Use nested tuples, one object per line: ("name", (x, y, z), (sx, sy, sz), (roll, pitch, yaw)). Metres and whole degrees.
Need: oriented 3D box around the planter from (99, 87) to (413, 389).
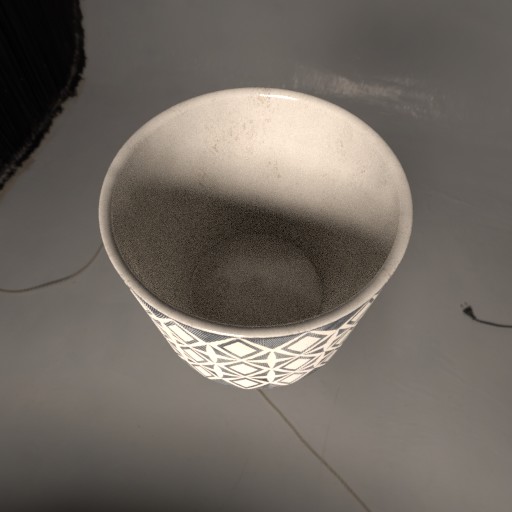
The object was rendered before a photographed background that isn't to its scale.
("planter", (0.000, 0.000, 0.466), (0.260, 0.220, 0.260), (0, 59, 0))
